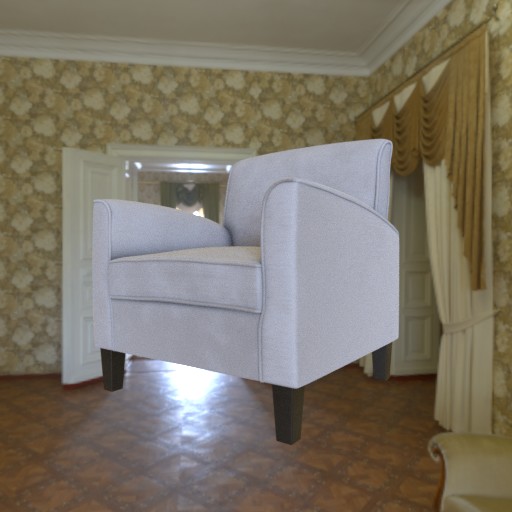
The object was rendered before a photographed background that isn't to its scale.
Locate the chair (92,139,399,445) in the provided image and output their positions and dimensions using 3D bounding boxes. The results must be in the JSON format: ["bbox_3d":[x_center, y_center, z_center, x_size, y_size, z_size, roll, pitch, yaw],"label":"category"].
[{"bbox_3d":[0.000,0.000,1.597,0.820,0.915,0.821,0,1,36],"label":"chair"}]
